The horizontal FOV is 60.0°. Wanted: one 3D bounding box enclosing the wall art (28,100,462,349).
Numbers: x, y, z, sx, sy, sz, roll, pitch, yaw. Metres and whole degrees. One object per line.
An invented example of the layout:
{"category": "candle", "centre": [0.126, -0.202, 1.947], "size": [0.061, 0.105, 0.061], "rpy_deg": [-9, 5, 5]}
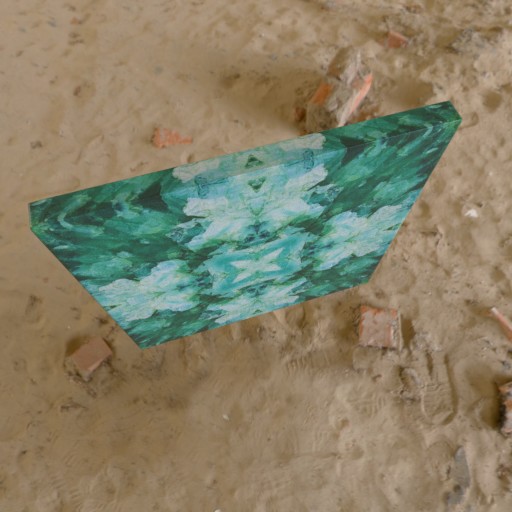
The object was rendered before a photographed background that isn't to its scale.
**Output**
{"category": "wall art", "centre": [0.000, 0.000, 0.729], "size": [0.507, 0.508, 0.038], "rpy_deg": [-15, 65, -7]}
